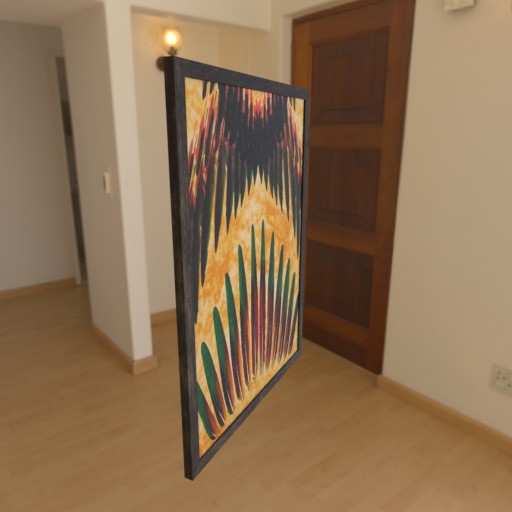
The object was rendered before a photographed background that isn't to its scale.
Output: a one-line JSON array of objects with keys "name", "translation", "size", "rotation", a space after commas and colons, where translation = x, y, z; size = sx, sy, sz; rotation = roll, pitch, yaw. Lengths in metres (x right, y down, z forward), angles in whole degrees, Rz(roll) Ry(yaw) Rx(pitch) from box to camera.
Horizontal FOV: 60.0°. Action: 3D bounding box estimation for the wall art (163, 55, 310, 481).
[{"name": "wall art", "translation": [0.000, 0.000, 1.419], "size": [0.029, 1.066, 0.812], "rotation": [8, 17, 26]}]
